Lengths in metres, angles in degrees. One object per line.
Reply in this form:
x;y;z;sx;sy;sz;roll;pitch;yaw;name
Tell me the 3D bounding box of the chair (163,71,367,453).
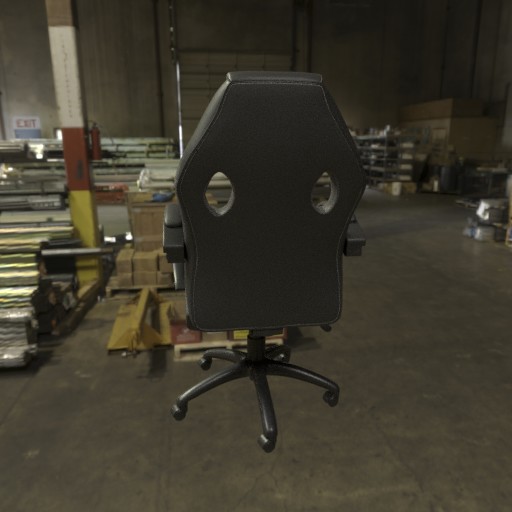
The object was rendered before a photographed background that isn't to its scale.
0.000;0.000;1.646;0.673;1.187;0.724;-2;15;-8;chair
